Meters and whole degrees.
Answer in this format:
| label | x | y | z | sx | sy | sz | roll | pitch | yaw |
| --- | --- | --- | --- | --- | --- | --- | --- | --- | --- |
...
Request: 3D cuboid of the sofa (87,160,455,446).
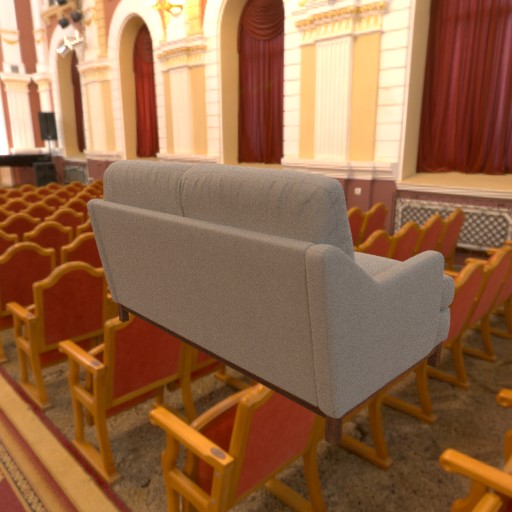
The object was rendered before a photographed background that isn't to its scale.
| label | x | y | z | sx | sy | sz | roll | pitch | yaw |
| --- | --- | --- | --- | --- | --- | --- | --- | --- | --- |
| sofa | 0.000 | 0.000 | 2.171 | 0.987 | 0.921 | 1.589 | -14 | 20 | -42 |
